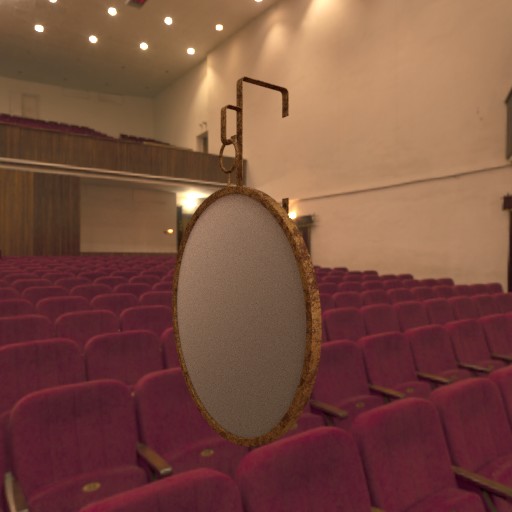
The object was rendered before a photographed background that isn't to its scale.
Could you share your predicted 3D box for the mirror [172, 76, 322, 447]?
[{"bbox_3d":[0.000,0.000,0.825,0.144,0.651,0.447,0,-1,-36],"label":"mirror"}]
